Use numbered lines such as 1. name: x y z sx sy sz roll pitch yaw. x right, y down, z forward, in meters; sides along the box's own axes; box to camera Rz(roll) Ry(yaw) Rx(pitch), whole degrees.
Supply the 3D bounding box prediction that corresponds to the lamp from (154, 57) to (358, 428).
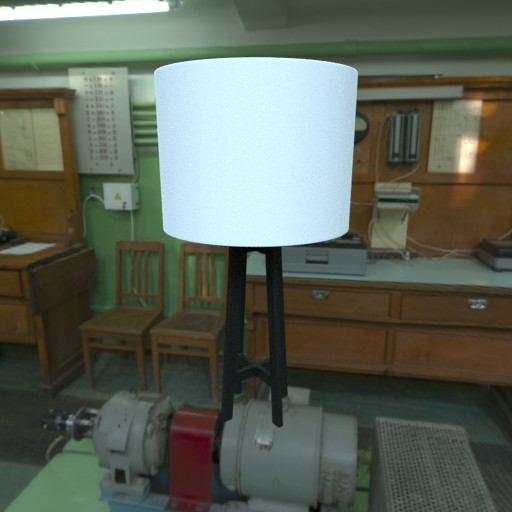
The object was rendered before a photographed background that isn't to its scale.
1. lamp: 0.000 0.000 0.634 0.257 0.489 0.257 2 15 9
